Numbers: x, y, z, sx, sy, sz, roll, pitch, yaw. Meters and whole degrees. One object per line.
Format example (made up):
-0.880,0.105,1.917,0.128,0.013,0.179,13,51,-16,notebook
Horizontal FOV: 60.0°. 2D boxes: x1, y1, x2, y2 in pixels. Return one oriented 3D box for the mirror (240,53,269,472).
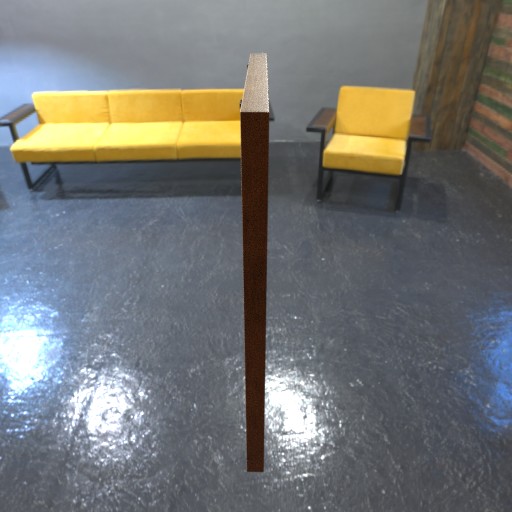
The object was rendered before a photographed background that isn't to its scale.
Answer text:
0.000,0.000,0.922,0.039,0.711,0.508,0,32,1,mirror
